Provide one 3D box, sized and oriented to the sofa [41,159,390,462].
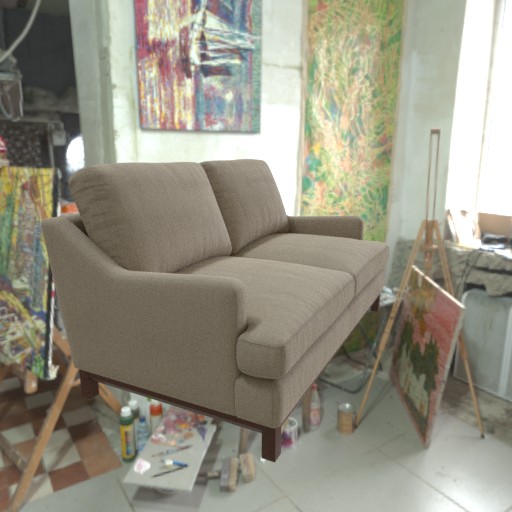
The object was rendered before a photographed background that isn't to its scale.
[{"bbox_3d":[0.000,0.000,2.165,1.004,0.910,1.619,7,15,26],"label":"sofa"}]
